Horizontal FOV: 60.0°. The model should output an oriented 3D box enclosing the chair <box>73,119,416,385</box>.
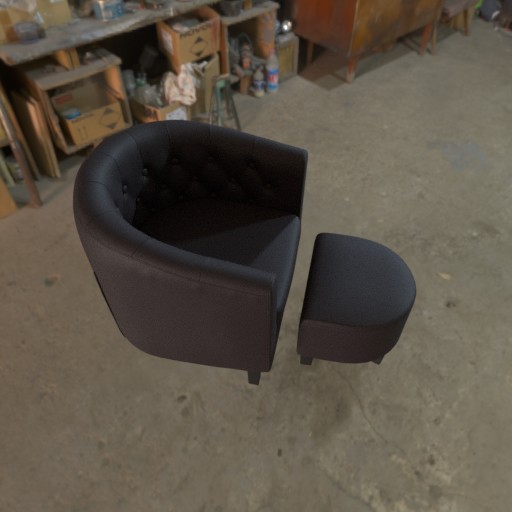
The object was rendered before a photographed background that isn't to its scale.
[{"bbox_3d":[0.000,0.000,1.664,1.191,0.760,0.763,9,47,9],"label":"chair"}]
